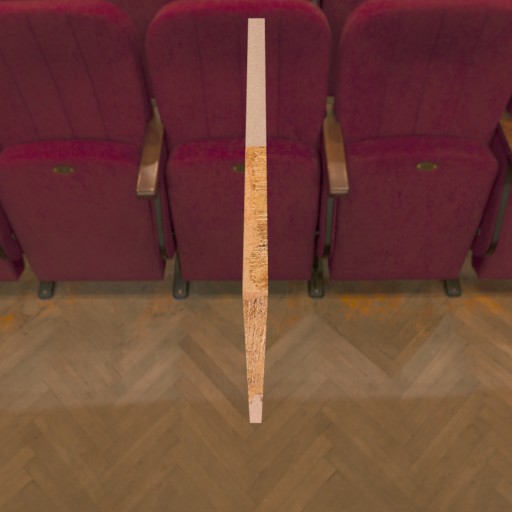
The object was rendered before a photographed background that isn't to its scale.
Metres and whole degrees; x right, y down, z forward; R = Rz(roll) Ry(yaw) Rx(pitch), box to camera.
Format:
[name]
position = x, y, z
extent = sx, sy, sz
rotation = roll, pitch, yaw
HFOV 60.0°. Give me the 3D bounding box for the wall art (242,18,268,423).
[wall art]
position = 0.000, 0.000, 0.805
extent = 0.026, 0.613, 0.458
rotation = 0, 58, 0
